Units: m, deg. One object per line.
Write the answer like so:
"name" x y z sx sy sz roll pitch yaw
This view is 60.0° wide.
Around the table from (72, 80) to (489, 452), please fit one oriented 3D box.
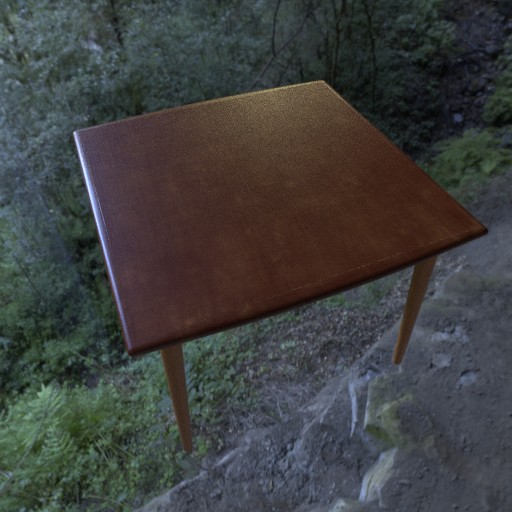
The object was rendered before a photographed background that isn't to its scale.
"table" 0.000 0.000 1.646 0.991 0.754 0.991 -17 50 -15
